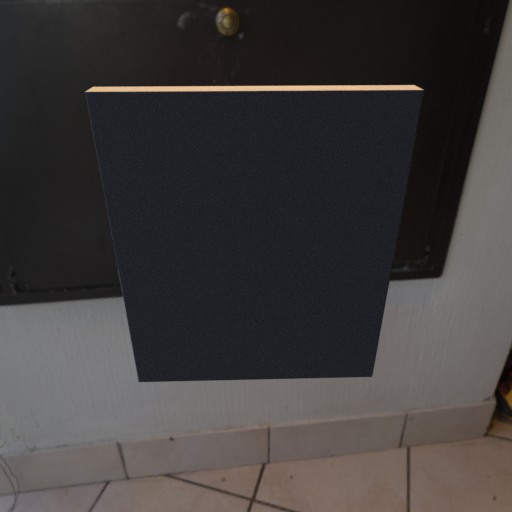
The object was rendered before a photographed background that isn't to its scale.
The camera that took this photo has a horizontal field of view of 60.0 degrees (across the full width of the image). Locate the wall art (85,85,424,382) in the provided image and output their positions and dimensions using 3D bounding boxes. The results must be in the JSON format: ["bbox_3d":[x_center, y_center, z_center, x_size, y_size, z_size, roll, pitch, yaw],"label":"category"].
[{"bbox_3d":[0.000,0.000,0.712,0.435,0.511,0.037,-1,30,-2],"label":"wall art"}]
